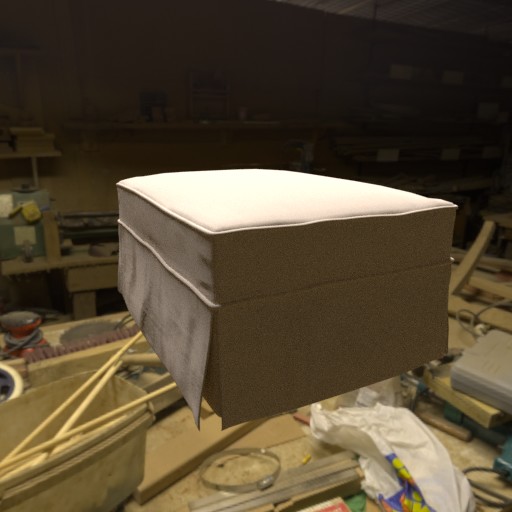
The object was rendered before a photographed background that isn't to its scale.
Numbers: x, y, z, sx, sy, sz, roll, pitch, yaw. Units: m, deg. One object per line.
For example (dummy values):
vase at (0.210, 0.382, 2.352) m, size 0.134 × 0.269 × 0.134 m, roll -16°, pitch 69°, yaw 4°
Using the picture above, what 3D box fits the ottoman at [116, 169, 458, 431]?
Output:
ottoman at (0.000, 0.000, 1.341) m, size 0.703 × 0.479 × 0.944 m, roll -8°, pitch 18°, yaw -26°
